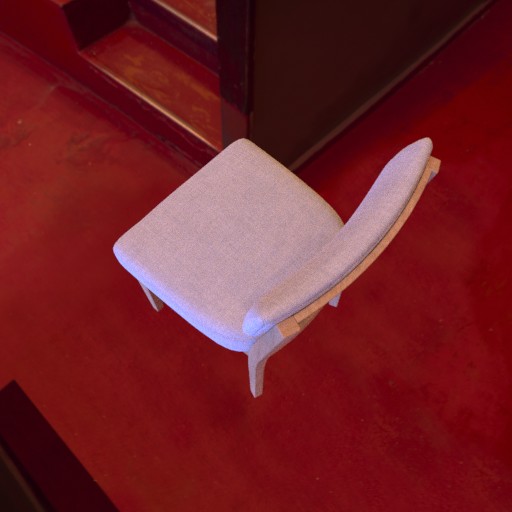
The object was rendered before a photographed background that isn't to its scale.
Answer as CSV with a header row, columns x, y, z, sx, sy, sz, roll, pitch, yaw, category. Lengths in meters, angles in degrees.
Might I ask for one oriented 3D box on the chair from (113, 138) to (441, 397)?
x,y,z,sx,sy,sz,roll,pitch,yaw,category
0.000,0.000,1.172,0.572,0.832,0.508,38,69,18,chair
